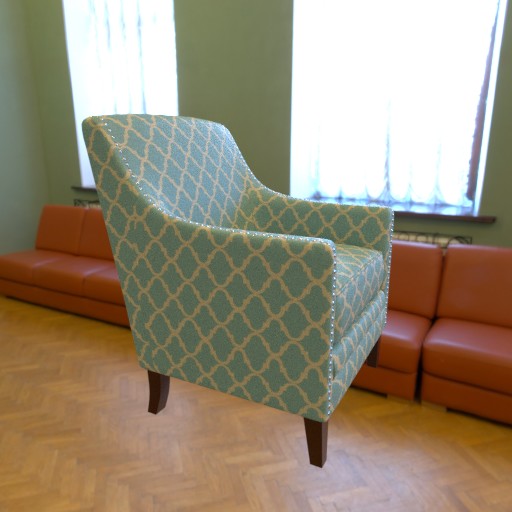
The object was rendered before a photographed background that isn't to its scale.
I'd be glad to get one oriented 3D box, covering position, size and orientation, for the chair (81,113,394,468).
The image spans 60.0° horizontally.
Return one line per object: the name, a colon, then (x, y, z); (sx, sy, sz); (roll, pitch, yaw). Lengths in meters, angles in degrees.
chair: (0.000, 0.000, 1.320); (0.686, 0.817, 0.617); (8, 16, 27)
